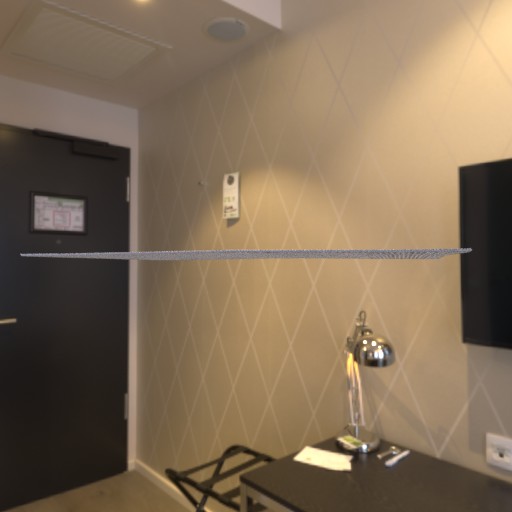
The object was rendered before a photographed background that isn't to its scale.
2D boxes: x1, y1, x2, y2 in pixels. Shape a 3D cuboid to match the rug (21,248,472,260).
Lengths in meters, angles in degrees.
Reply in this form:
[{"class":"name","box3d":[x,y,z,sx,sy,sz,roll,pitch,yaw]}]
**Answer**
[{"class":"rug","box3d":[0.000,0.000,2.181,1.773,0.021,1.149,0,-2,18]}]
